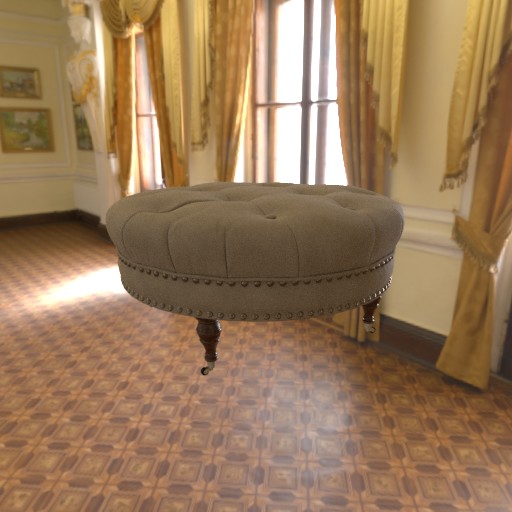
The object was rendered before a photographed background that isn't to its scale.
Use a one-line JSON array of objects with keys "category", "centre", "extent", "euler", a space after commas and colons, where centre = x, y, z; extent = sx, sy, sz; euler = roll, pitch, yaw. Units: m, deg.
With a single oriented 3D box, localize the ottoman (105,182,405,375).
[{"category": "ottoman", "centre": [0.000, 0.000, 1.435], "extent": [0.901, 0.439, 0.901], "euler": [0, 15, 0]}]
